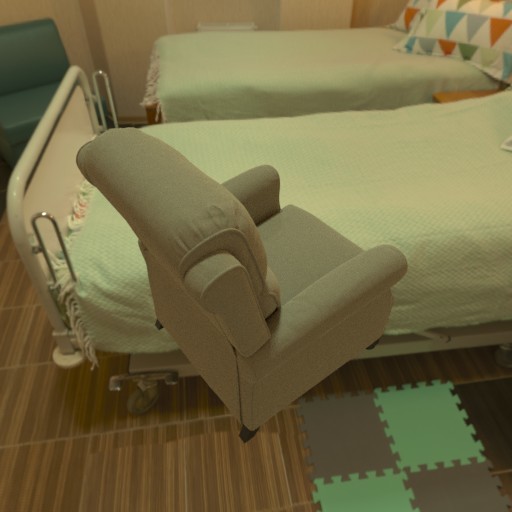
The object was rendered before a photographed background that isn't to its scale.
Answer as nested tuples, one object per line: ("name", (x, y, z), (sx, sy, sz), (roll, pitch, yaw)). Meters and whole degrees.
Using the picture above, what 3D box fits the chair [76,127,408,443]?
("chair", (0.000, 0.000, 1.706), (0.919, 1.046, 0.859), (-27, 48, -27))
